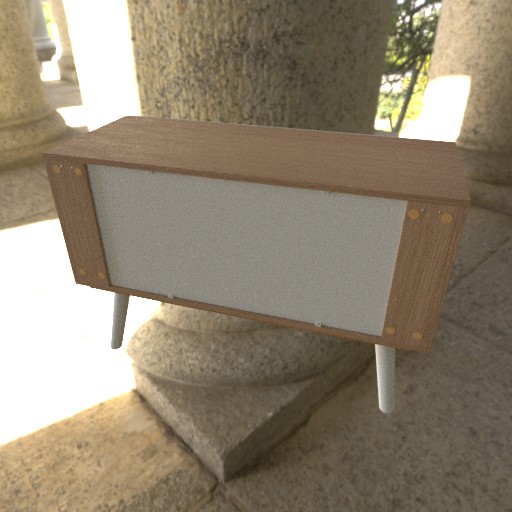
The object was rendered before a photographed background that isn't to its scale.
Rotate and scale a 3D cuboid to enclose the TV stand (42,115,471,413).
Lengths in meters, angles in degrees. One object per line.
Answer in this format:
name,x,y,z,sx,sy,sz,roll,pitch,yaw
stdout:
TV stand,0.000,0.000,1.315,0.991,0.660,0.407,9,32,14
